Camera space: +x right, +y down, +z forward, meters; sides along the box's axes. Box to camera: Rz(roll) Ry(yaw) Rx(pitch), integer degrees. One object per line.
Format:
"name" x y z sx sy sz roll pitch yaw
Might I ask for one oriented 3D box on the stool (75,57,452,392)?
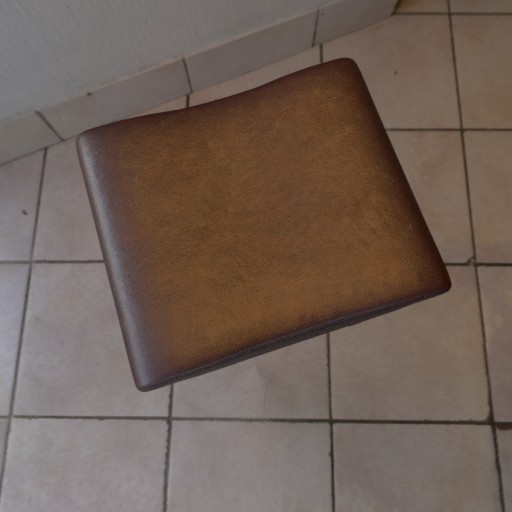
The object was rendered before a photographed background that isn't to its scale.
"stool" 0.000 0.000 0.921 0.465 0.608 0.397 -17 77 -4
